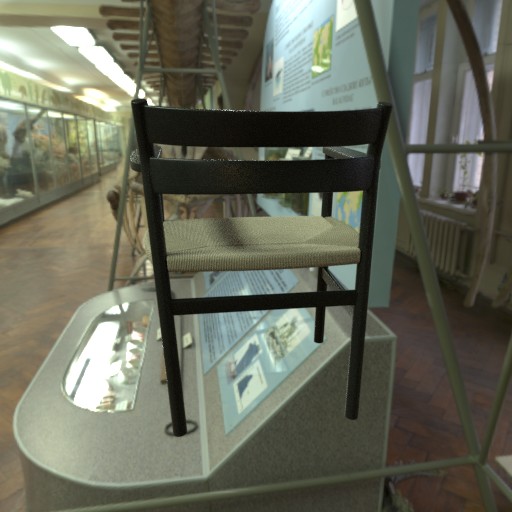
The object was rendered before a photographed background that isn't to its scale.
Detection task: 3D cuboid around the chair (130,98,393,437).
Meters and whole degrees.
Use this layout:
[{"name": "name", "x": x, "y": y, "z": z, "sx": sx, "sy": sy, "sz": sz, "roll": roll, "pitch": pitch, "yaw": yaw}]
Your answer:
[{"name": "chair", "x": 0.000, "y": 0.000, "z": 1.201, "sx": 0.630, "sy": 0.775, "sz": 0.508, "roll": -2, "pitch": 15, "yaw": -9}]
